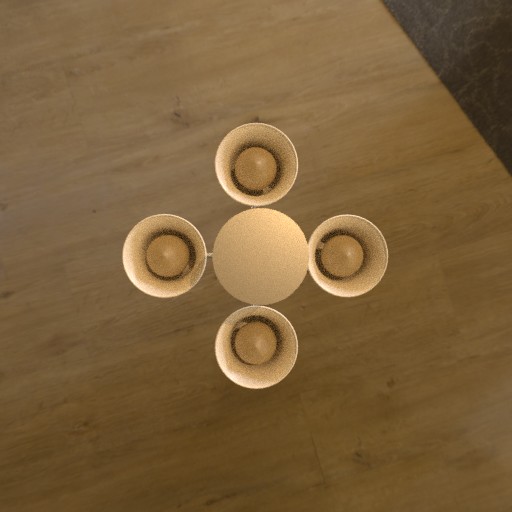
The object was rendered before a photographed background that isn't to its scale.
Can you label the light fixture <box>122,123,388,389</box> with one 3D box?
[{"bbox_3d":[0.000,0.000,0.735,0.427,0.370,0.427,0,90,-2],"label":"light fixture"}]
